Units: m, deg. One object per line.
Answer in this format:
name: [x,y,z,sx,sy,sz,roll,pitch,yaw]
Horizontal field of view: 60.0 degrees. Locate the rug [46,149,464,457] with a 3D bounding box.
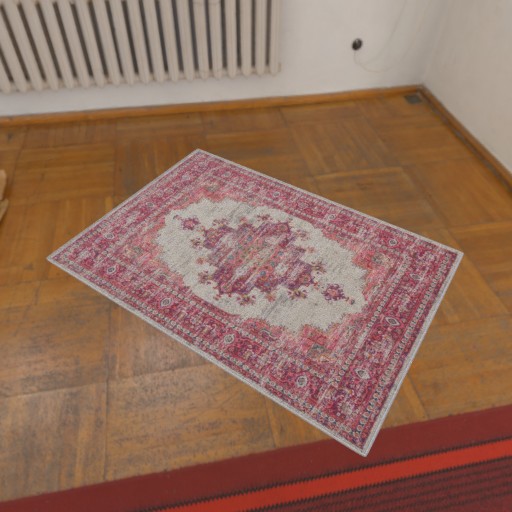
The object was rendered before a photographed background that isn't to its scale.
rug: [0.000,0.000,2.876,2.232,0.011,1.555,26,51,23]
